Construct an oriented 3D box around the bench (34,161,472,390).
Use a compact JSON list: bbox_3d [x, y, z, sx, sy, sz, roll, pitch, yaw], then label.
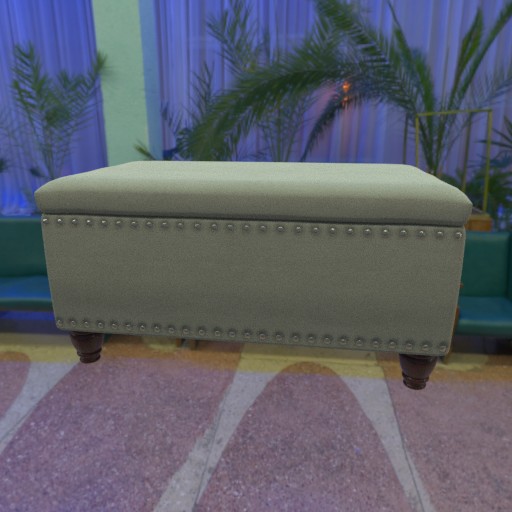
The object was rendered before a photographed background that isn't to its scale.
[{"bbox_3d":[0.000,0.000,1.166,0.887,0.449,0.500,2,17,8],"label":"bench"}]
